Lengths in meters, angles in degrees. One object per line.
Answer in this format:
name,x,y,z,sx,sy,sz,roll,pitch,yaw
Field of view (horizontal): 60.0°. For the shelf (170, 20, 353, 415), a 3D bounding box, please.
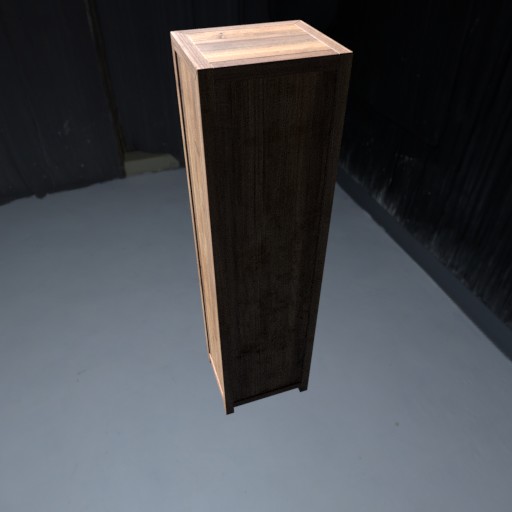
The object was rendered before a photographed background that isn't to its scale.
shelf,0.000,0.000,2.101,0.500,1.900,0.428,-13,43,-14
